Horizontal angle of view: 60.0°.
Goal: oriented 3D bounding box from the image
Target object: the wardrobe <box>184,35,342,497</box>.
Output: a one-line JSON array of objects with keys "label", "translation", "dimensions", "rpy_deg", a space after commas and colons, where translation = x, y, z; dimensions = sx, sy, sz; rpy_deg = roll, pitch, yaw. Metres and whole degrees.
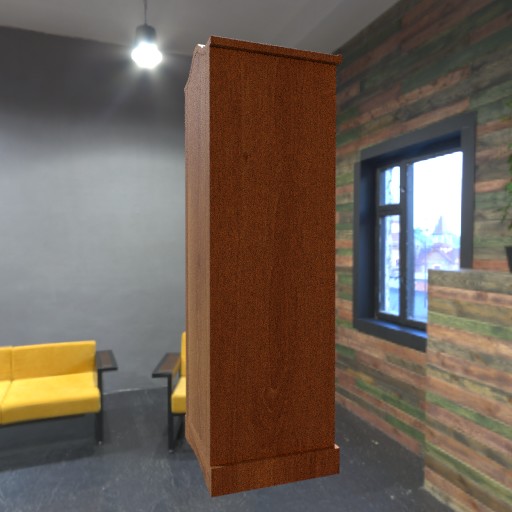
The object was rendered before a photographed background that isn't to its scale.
[{"label": "wardrobe", "translation": [0.000, 0.000, 2.081], "dimensions": [0.570, 1.870, 0.590], "rpy_deg": [0, 1, -19]}]
